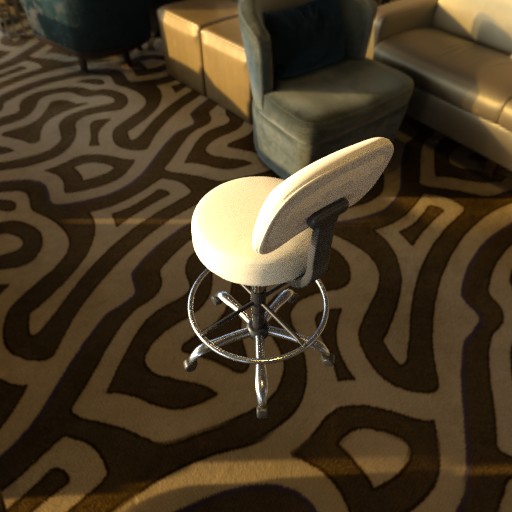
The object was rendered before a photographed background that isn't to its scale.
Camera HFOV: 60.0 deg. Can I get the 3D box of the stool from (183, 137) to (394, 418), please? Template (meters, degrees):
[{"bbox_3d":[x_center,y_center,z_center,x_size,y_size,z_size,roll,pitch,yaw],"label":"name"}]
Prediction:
[{"bbox_3d":[0.000,0.000,1.483,0.609,1.080,0.616,-30,53,-25],"label":"stool"}]
